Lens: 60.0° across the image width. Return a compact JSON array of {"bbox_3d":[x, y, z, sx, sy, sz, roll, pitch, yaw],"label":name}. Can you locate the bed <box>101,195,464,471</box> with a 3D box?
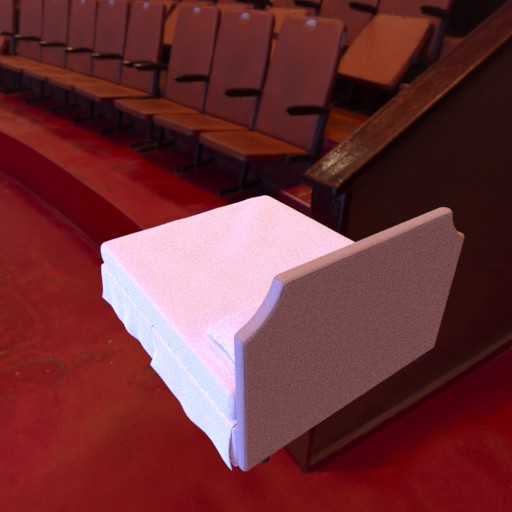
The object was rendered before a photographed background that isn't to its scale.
[{"bbox_3d":[0.000,0.000,4.252,2.350,1.590,2.773,-20,37,-30],"label":"bed"}]
